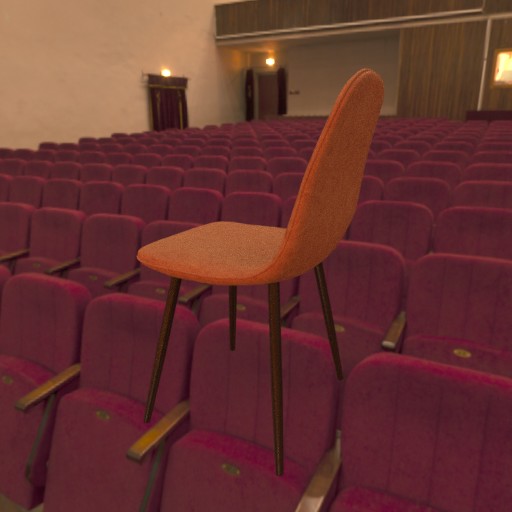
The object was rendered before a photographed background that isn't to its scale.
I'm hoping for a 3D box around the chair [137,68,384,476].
[{"bbox_3d":[0.000,0.000,1.175,0.561,0.889,0.472,9,19,27],"label":"chair"}]
